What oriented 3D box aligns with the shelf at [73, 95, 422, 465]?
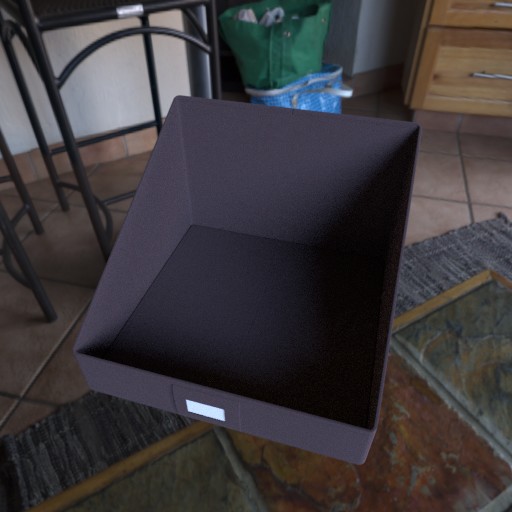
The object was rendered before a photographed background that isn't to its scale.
[{"bbox_3d":[0.000,0.000,0.475,0.292,0.210,0.292,11,42,12],"label":"shelf"}]
